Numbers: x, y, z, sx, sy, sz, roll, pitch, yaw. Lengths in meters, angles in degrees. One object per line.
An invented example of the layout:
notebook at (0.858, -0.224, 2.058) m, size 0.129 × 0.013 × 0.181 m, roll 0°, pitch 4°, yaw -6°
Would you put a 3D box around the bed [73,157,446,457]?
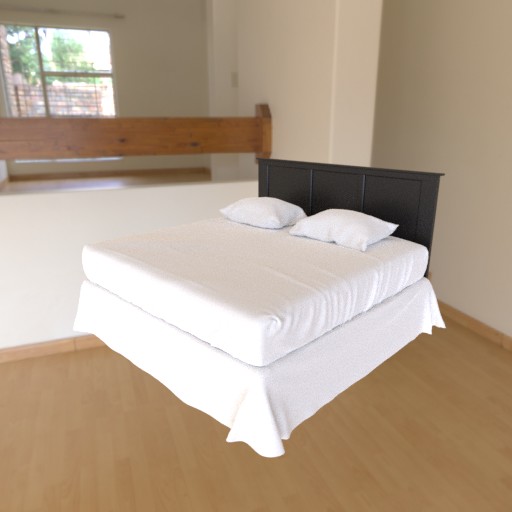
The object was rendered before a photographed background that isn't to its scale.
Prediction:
bed at (0.000, 0.000, 3.517) m, size 2.315 × 1.271 × 2.219 m, roll 16°, pitch 24°, yaw 42°
